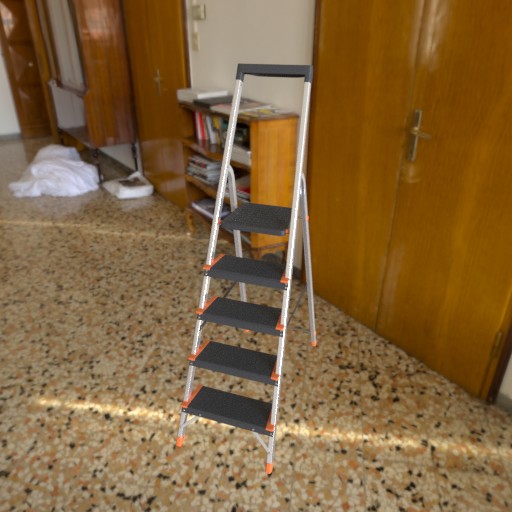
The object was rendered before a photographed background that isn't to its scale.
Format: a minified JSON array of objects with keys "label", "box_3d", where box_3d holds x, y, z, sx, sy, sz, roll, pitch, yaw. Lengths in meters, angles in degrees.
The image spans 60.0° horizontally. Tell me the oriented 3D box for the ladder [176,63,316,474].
[{"label":"ladder","box_3d":[0.000,0.000,2.106,0.480,1.646,0.995,9,28,17]}]
